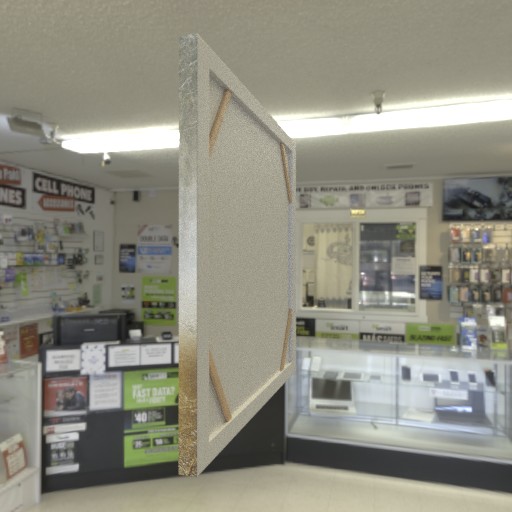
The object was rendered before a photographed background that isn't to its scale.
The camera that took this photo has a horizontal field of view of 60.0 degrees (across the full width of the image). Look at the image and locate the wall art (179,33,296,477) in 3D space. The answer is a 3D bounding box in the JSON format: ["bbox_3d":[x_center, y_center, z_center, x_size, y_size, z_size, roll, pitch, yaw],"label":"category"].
[{"bbox_3d":[0.000,0.000,1.615,0.051,1.091,1.092,0,0,18],"label":"wall art"}]
